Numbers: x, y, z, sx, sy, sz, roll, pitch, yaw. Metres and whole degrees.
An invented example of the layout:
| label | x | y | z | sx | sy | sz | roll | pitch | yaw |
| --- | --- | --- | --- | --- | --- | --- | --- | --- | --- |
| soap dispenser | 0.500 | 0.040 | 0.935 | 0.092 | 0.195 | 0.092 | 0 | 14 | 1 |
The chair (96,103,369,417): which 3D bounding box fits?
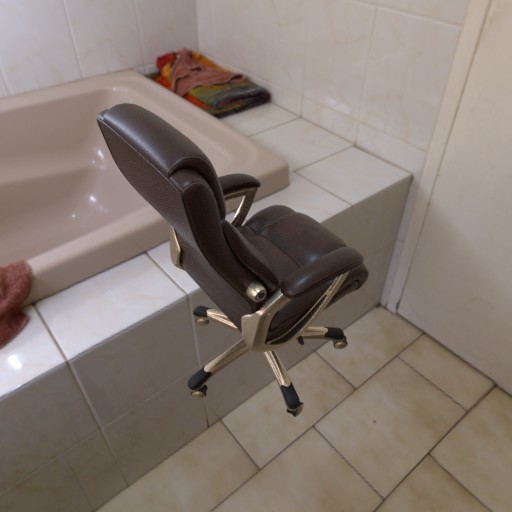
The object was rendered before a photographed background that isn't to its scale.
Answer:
| label | x | y | z | sx | sy | sz | roll | pitch | yaw |
| --- | --- | --- | --- | --- | --- | --- | --- | --- | --- |
| chair | 0.000 | 0.000 | 1.613 | 0.749 | 1.194 | 0.692 | -26 | 48 | -27 |
